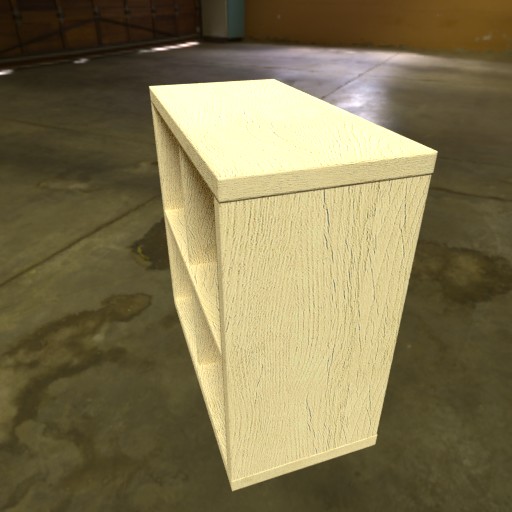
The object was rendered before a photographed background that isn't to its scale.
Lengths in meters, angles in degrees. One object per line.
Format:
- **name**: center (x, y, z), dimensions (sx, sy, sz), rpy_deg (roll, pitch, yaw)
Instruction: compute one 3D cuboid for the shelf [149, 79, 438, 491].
- **shelf**: center (0.000, 0.000, 1.230), dimensions (0.390, 0.786, 0.790), rpy_deg (-10, 32, -16)
